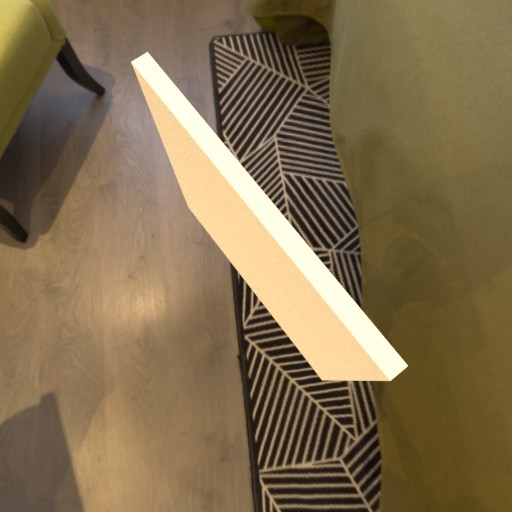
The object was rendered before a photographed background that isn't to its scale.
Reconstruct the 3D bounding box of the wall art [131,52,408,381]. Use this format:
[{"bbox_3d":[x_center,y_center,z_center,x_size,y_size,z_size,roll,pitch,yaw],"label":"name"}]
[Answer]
[{"bbox_3d":[0.000,0.000,0.853,0.028,0.559,0.559,-36,77,-9],"label":"wall art"}]
